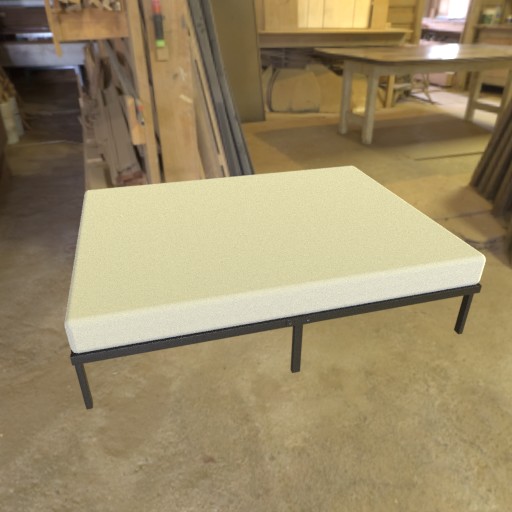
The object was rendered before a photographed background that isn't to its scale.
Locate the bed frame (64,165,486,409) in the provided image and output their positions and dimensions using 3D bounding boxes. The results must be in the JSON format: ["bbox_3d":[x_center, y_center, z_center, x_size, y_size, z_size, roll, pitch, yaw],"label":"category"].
[{"bbox_3d":[0.000,0.000,3.573,2.635,0.680,1.990,-8,31,-13],"label":"bed frame"}]
